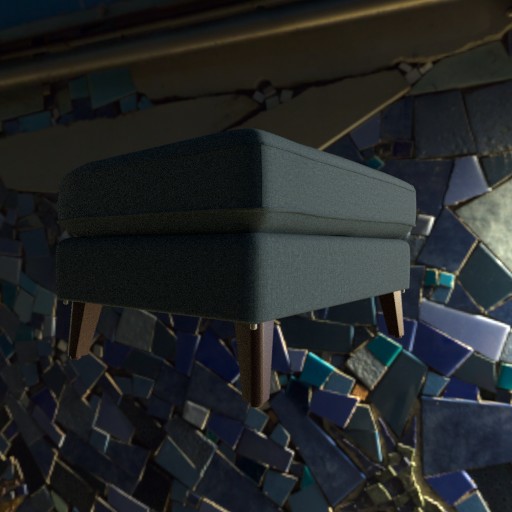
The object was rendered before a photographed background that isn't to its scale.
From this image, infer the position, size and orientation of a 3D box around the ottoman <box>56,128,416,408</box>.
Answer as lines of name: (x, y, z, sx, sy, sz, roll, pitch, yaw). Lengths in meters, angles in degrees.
ottoman: (0.000, 0.000, 1.212, 0.629, 0.503, 0.835, 1, 1, 36)
